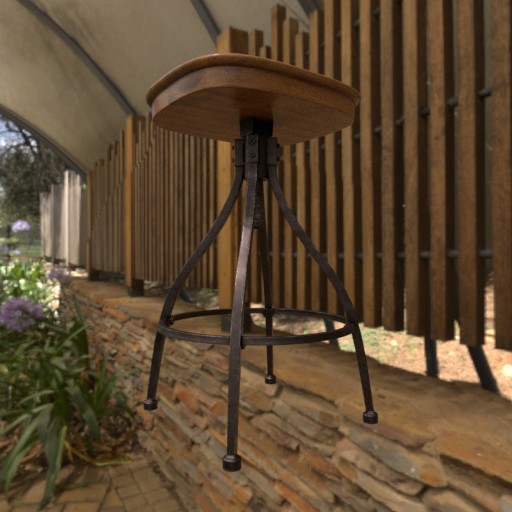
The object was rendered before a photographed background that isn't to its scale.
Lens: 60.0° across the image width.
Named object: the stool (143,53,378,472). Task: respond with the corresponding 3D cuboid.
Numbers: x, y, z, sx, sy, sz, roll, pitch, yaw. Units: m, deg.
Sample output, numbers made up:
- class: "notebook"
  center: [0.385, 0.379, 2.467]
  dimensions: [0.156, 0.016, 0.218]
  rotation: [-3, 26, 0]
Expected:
- class: "stool"
  center: [0.000, 0.000, 0.968]
  dimensions: [0.432, 0.694, 0.424]
  rotation: [0, 0, -36]
